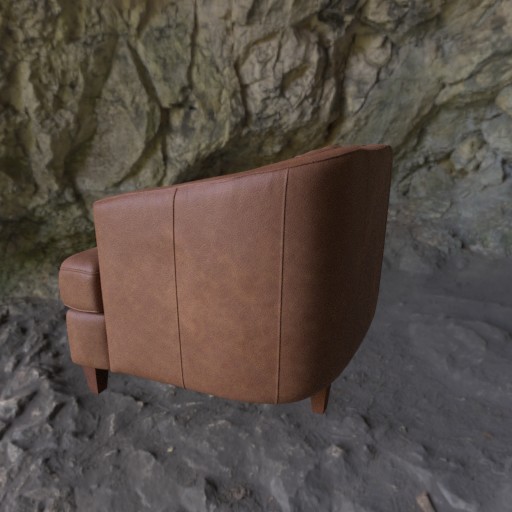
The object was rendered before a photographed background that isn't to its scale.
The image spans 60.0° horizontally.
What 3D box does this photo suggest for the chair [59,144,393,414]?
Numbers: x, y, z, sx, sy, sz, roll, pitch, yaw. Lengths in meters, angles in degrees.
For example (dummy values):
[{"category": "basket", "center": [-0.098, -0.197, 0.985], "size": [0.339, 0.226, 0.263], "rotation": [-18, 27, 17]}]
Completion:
[{"category": "chair", "center": [0.000, 0.000, 1.706], "size": [0.911, 0.836, 1.119], "rotation": [7, 16, 24]}]
